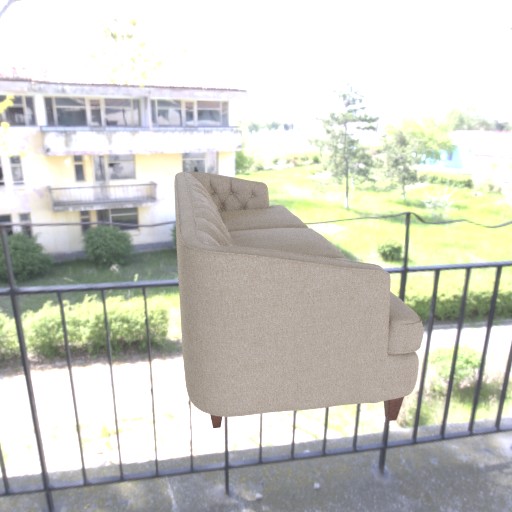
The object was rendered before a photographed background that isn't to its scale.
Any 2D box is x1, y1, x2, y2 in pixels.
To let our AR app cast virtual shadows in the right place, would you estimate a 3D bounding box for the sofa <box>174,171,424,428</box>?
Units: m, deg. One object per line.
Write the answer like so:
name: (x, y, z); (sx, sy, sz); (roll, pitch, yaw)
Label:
sofa: (0.000, 0.000, 2.622); (0.913, 0.788, 2.235); (-3, 18, -10)
